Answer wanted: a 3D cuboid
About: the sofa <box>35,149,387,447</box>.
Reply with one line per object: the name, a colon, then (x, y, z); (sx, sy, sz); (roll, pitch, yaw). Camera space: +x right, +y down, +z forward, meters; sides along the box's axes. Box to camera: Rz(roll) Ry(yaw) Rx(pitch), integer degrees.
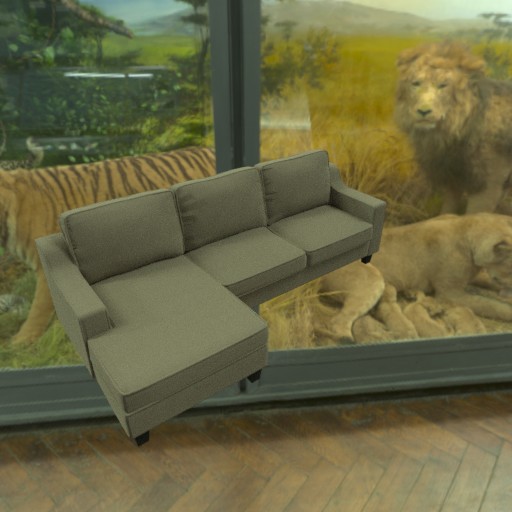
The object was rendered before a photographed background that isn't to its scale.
sofa: (0.000, 0.000, 3.168); (2.561, 0.928, 1.294); (-21, 36, -31)
